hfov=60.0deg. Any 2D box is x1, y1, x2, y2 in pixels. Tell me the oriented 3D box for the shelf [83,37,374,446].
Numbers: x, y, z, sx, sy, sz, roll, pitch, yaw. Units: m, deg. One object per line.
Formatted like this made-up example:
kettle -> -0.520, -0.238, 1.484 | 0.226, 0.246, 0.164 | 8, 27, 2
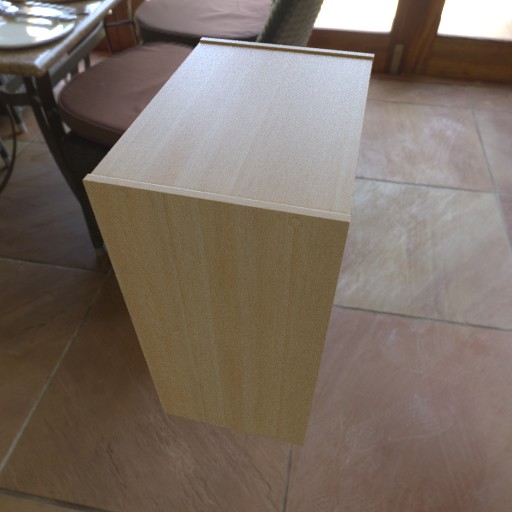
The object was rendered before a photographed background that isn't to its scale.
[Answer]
shelf -> 0.000, 0.000, 0.811 | 0.290, 0.592, 0.414 | 10, 48, 9
